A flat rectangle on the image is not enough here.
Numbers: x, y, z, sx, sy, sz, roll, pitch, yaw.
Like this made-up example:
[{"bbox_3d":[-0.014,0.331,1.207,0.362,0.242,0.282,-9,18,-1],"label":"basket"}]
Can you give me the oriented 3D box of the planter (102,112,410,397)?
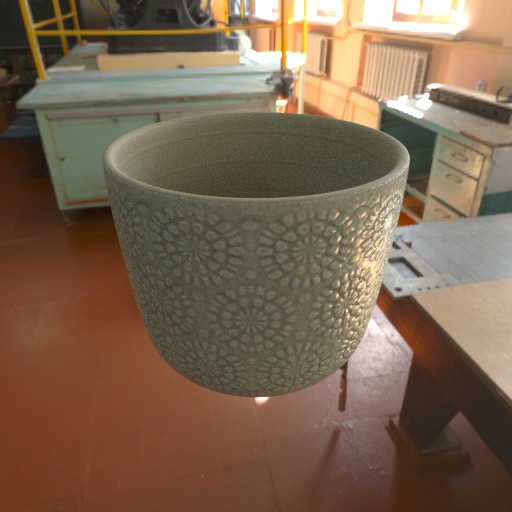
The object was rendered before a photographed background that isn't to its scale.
[{"bbox_3d":[0.000,0.000,0.213,0.124,0.109,0.124,0,30,0],"label":"planter"}]
